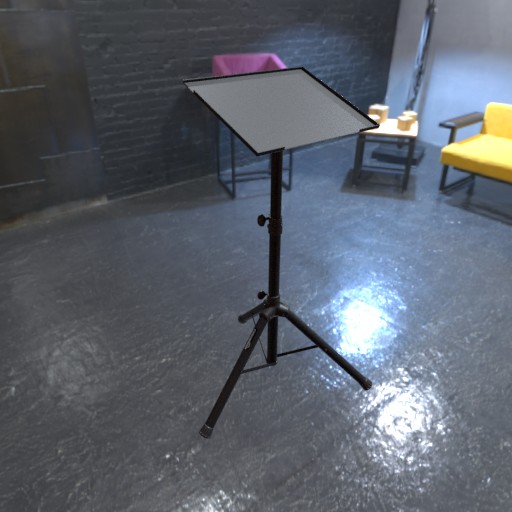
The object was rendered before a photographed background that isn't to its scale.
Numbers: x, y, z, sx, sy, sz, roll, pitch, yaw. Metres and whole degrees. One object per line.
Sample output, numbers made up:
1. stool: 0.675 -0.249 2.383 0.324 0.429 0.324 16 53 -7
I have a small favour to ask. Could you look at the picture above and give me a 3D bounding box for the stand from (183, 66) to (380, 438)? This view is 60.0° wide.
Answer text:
1. stand: 0.000 0.000 1.595 0.702 1.198 0.702 -21 36 -31
